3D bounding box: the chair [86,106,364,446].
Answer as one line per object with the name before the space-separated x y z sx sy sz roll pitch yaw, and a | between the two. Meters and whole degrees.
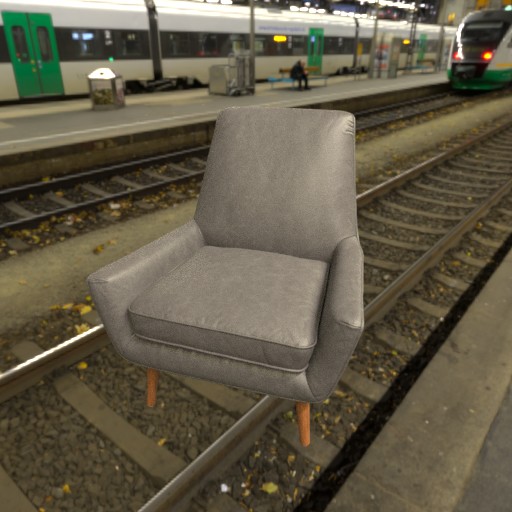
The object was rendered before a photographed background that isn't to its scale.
chair | 0.000 0.000 1.510 0.787 0.888 0.822 8 26 16
